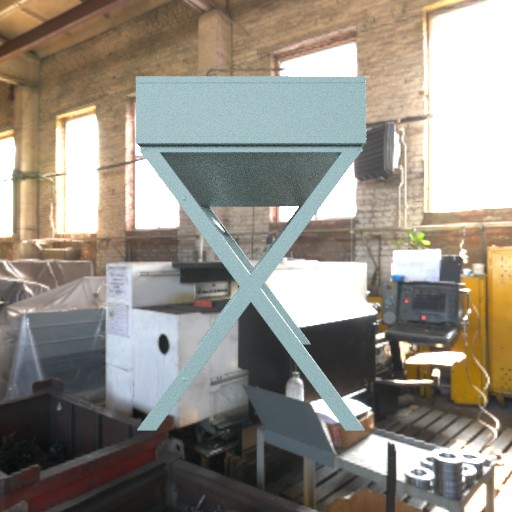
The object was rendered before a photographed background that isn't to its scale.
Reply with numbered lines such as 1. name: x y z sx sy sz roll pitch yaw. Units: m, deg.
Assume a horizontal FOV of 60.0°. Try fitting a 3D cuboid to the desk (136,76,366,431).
1. desk: 0.000 0.000 1.496 0.525 0.780 1.057 0 0 0
